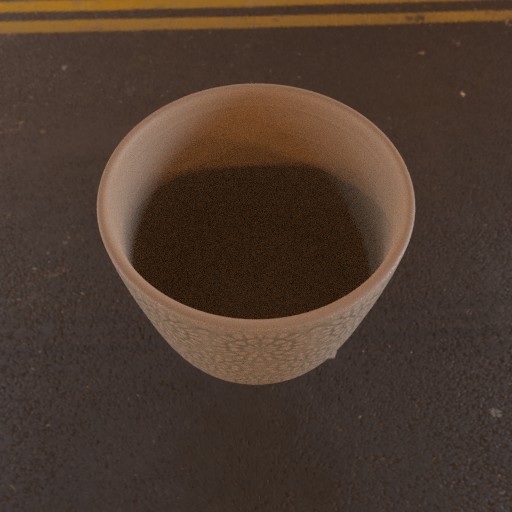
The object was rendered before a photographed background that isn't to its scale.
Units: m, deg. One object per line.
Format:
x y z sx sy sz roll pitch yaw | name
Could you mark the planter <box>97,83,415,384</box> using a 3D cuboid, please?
0.000 0.000 0.220 0.124 0.109 0.124 0 58 0 | planter
